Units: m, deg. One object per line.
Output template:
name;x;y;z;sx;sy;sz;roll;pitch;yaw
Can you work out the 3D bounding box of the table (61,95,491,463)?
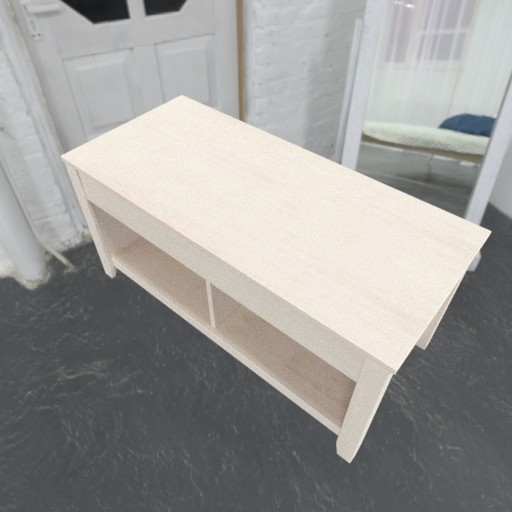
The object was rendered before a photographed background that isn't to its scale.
table;0.000;0.000;1.287;1.016;0.483;0.457;31;54;26
